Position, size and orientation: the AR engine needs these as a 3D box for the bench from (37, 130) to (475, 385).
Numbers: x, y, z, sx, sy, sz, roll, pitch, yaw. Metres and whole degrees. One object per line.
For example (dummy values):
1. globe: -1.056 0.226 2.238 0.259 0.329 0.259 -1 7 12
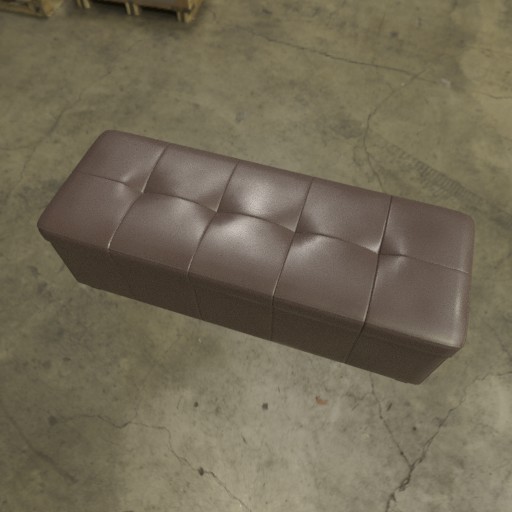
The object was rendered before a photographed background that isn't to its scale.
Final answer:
1. bench: 0.000 0.000 1.443 1.219 0.417 0.450 15 59 9
